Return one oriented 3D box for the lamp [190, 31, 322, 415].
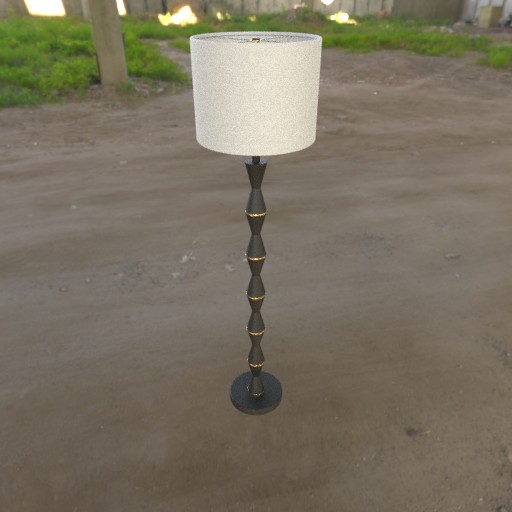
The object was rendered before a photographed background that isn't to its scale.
[{"bbox_3d":[0.000,0.000,1.662,0.381,1.480,0.381,21,37,31],"label":"lamp"}]
